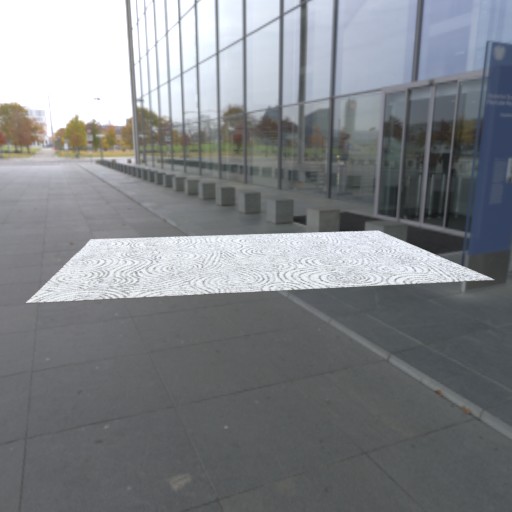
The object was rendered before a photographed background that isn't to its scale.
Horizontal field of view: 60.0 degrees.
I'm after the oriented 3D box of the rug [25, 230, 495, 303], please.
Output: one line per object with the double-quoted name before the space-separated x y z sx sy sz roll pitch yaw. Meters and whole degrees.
"rug" 0.000 0.000 2.995 2.439 0.005 1.524 -2 14 -9
